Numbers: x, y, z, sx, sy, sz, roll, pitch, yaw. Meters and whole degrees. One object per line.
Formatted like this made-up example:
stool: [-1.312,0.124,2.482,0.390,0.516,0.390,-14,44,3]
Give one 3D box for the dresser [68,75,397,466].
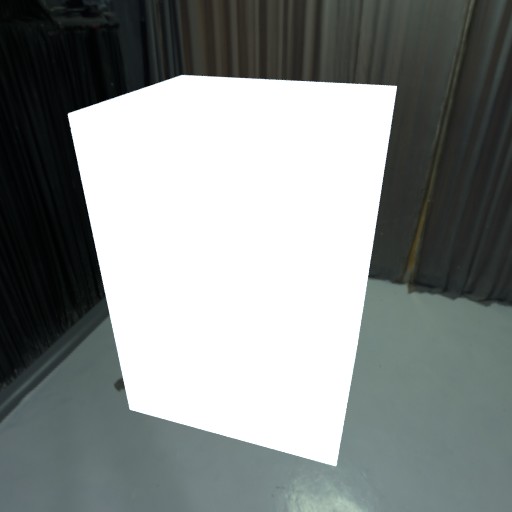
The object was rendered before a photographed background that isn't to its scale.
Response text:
dresser: [0.000,0.000,0.814,0.400,0.560,0.360,9,32,15]
